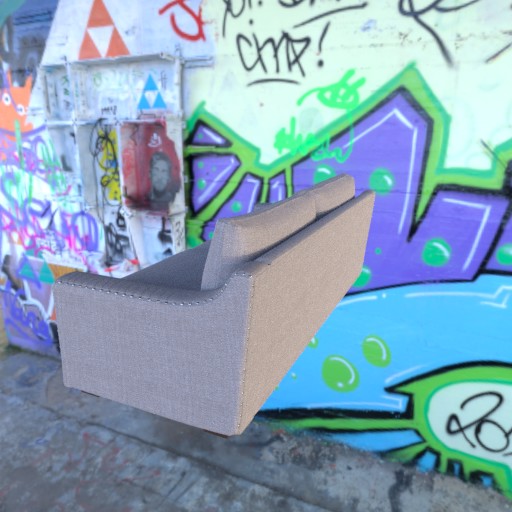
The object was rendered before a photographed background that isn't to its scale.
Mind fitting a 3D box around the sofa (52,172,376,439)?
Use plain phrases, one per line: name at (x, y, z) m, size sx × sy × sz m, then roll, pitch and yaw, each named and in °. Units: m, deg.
sofa at (0.000, 0.000, 2.697) m, size 1.000 × 0.857 × 2.208 m, roll 7°, pitch 18°, yaw 24°
